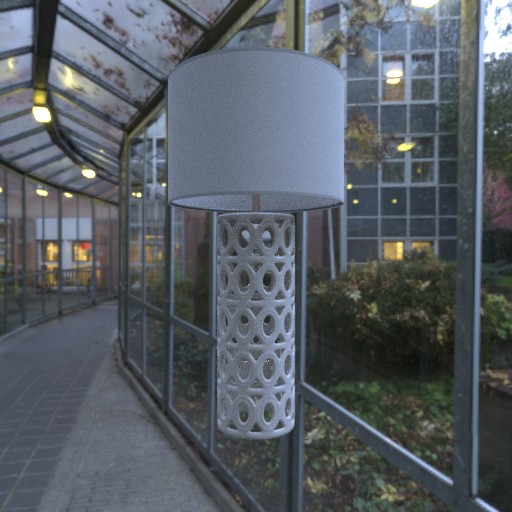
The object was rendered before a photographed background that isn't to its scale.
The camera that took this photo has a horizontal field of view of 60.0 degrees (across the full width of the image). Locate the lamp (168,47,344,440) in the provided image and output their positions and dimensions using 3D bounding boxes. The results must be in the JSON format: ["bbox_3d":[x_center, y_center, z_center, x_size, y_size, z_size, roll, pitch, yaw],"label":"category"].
[{"bbox_3d":[0.000,0.000,0.836,0.325,0.636,0.324,0,0,0],"label":"lamp"}]
